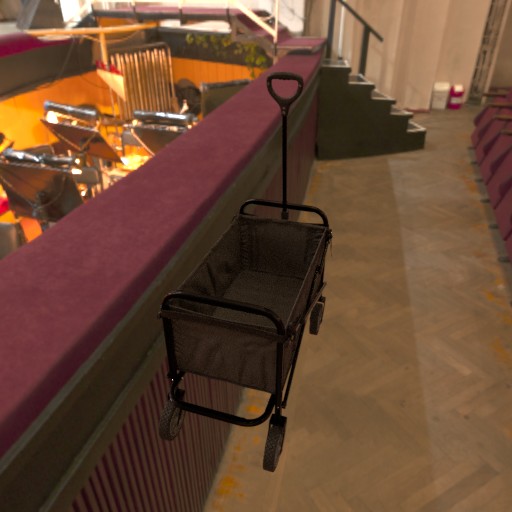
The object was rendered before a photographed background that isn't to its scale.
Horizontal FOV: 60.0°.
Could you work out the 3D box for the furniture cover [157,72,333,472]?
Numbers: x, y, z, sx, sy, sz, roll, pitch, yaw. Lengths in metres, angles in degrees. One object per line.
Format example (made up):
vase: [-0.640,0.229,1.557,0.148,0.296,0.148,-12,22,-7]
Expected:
furniture cover: [0.000,0.000,1.808,0.532,1.295,1.038,10,33,15]
